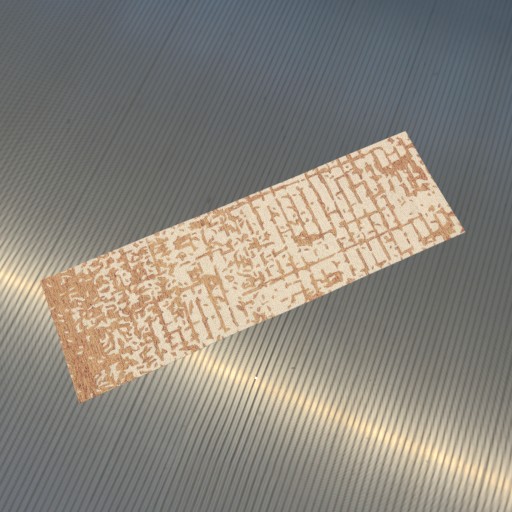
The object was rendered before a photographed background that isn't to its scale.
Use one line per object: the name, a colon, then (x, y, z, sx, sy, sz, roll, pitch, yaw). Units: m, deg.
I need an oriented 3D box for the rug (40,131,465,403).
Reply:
rug: (0.000, 0.000, 2.636, 2.435, 0.011, 0.750, -23, 76, -6)
